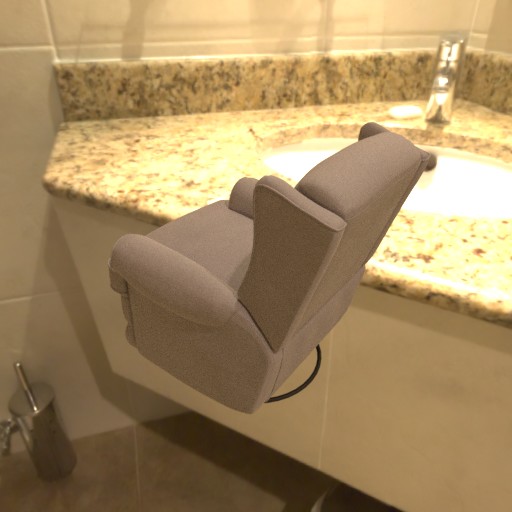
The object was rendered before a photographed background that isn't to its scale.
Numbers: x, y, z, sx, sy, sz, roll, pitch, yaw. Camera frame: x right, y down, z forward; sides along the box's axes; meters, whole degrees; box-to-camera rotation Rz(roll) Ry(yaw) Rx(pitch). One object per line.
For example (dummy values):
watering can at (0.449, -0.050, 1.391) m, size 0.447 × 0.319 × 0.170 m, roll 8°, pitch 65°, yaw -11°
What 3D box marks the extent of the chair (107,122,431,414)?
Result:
chair at (0.000, 0.000, 1.715) m, size 0.969 × 1.011 × 0.847 m, roll 22°, pitch 38°, yaw 31°
